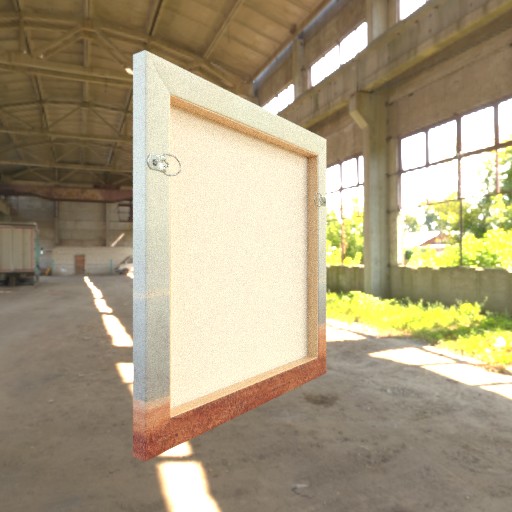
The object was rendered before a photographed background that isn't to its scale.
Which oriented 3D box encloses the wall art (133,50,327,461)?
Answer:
[{"bbox_3d":[0.000,0.000,0.607,0.023,0.405,0.405,0,0,35],"label":"wall art"}]
